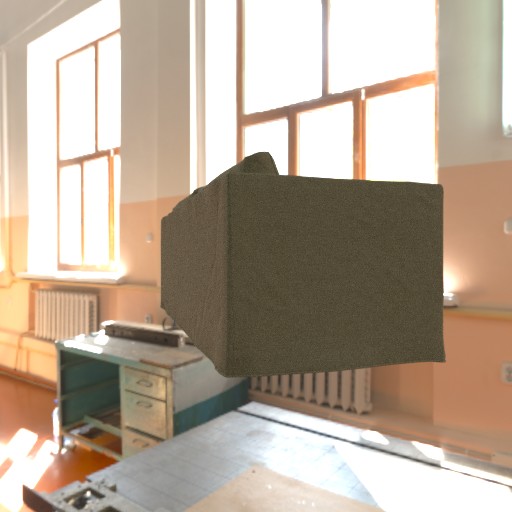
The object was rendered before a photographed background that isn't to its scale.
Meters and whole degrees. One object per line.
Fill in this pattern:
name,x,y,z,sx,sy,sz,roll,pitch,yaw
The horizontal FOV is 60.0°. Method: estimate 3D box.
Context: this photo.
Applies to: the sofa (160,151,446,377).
sofa,0.000,0.000,2.736,0.956,0.847,2.296,0,0,-18
